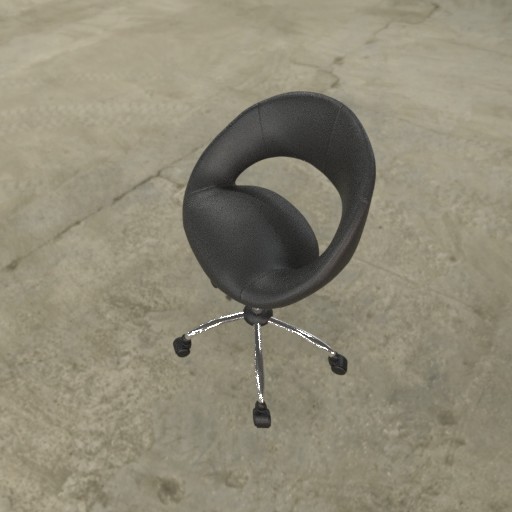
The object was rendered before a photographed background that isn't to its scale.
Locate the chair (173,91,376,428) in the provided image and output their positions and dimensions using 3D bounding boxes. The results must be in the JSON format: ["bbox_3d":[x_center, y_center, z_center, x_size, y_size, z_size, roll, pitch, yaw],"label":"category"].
[{"bbox_3d":[0.000,0.000,1.225,0.538,0.791,0.612,-19,49,-18],"label":"chair"}]
